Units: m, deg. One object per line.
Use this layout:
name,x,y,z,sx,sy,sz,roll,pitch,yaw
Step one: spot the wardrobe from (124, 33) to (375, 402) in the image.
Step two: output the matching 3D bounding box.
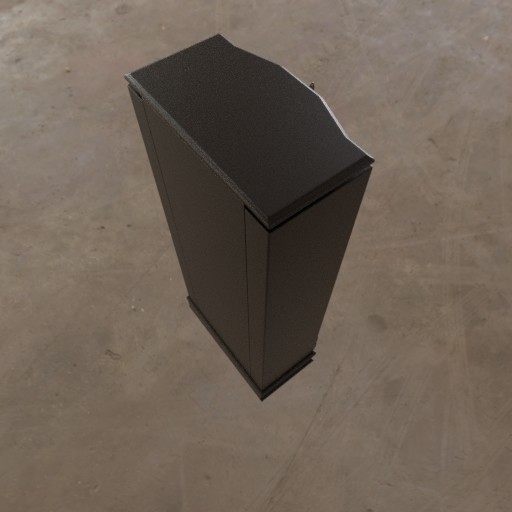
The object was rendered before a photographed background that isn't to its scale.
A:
wardrobe,0.000,0.000,1.192,0.295,1.011,0.444,-33,64,-19
